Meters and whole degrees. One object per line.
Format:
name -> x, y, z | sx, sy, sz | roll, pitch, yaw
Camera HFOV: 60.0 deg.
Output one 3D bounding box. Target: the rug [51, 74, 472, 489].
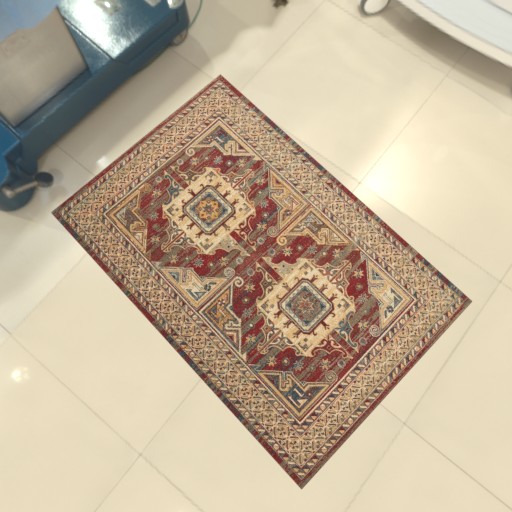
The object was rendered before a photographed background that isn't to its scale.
rug -> 0.000, 0.000, 5.651 | 3.033, 0.033, 4.578 | -43, 79, -11
